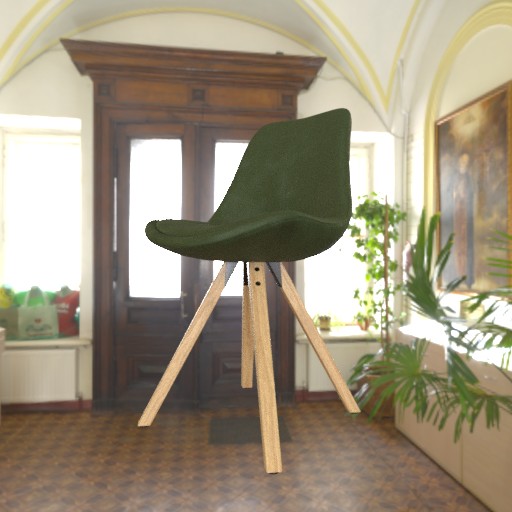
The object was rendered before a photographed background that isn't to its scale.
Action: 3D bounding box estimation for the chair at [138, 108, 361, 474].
[{"bbox_3d":[0.000,0.000,1.177,0.483,0.865,0.547,0,0,37],"label":"chair"}]
